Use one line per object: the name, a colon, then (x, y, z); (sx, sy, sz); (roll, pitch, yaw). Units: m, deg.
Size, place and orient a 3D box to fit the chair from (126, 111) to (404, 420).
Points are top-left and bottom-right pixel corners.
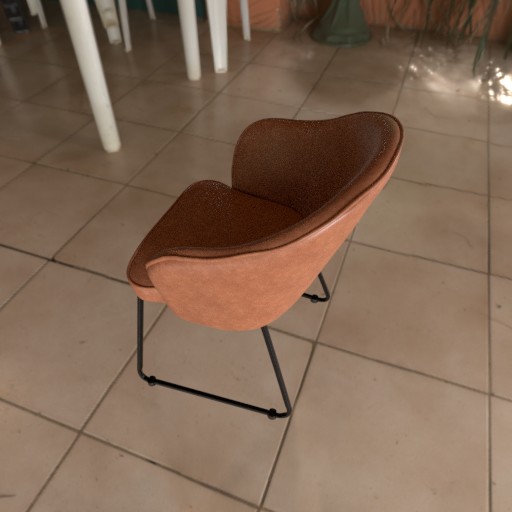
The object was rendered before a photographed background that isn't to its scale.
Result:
chair: (0.000, 0.000, 1.163); (0.580, 0.785, 0.582); (14, 46, 14)
